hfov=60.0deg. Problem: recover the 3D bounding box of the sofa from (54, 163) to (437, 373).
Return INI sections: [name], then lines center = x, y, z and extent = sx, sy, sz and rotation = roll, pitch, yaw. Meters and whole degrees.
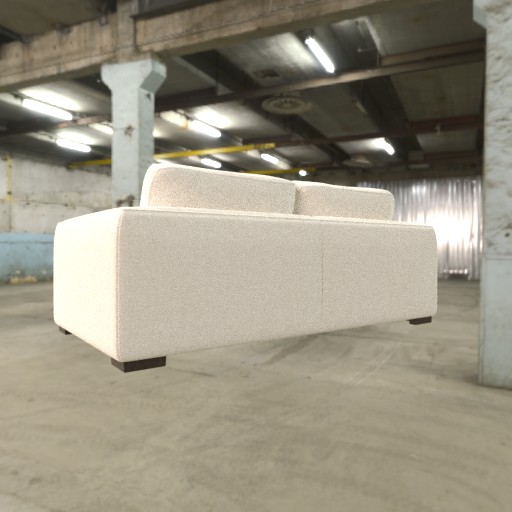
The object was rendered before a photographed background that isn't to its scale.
[sofa]
center = 0.000, 0.000, 2.479
extent = 1.920, 0.801, 1.069
rotation = 0, 1, -36
